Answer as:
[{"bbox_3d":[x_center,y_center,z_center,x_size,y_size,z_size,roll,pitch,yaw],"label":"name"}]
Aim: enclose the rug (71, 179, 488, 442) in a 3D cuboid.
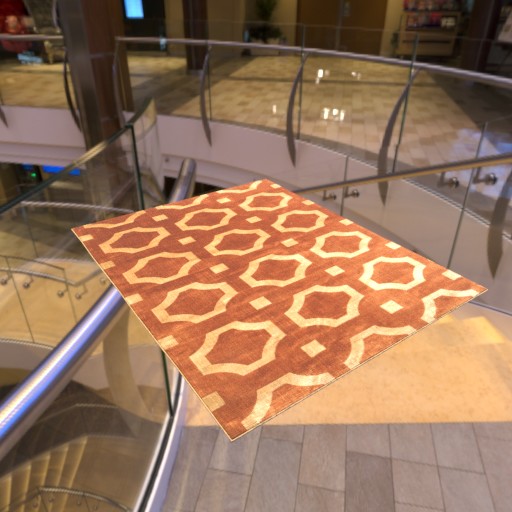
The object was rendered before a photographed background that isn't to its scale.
[{"bbox_3d":[0.000,0.000,4.054,2.466,0.021,3.049,-20,36,-30],"label":"rug"}]
